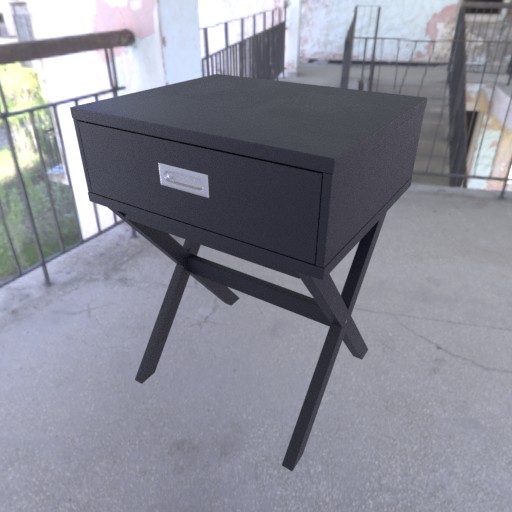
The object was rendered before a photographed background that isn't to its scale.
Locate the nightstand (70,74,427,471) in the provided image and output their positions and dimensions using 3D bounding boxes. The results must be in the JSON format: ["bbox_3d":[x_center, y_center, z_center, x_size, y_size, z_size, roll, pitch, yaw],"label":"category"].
[{"bbox_3d":[0.000,0.000,0.929,0.479,0.623,0.402,19,36,28],"label":"nightstand"}]
